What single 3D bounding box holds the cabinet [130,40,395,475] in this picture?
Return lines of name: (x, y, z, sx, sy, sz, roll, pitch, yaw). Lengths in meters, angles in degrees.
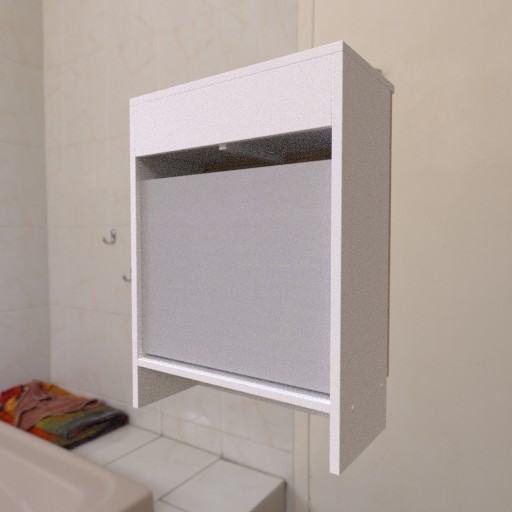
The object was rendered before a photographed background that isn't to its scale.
cabinet: (0.000, 0.000, 1.120, 0.600, 0.815, 0.296, 2, 3, 35)
